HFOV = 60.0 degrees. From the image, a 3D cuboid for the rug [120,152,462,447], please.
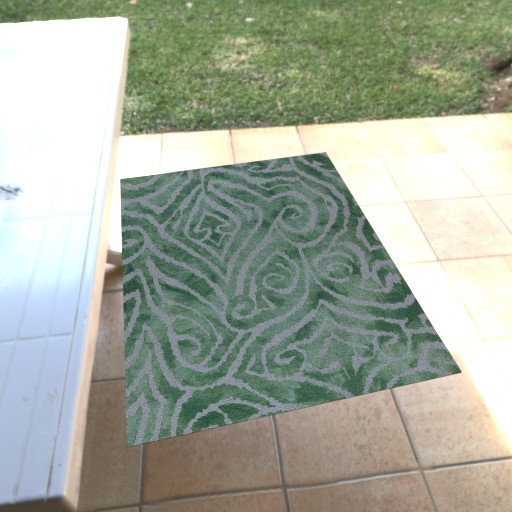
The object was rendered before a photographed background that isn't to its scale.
[{"bbox_3d":[0.000,0.000,4.136,2.436,0.007,3.045,-9,46,-9],"label":"rug"}]
